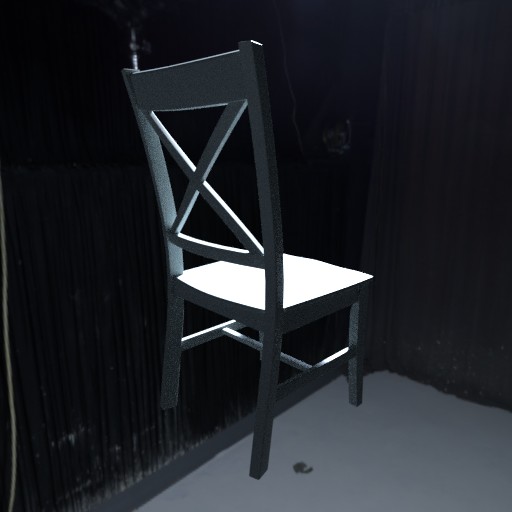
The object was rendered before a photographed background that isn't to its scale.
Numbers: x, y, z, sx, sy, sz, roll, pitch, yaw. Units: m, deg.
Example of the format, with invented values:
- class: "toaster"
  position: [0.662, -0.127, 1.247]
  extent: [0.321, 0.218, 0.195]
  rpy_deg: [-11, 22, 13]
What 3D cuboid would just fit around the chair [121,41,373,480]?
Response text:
- class: "chair"
  position: [0.000, 0.000, 1.258]
  extent: [0.542, 0.983, 0.485]
  rpy_deg: [-14, 20, -42]
